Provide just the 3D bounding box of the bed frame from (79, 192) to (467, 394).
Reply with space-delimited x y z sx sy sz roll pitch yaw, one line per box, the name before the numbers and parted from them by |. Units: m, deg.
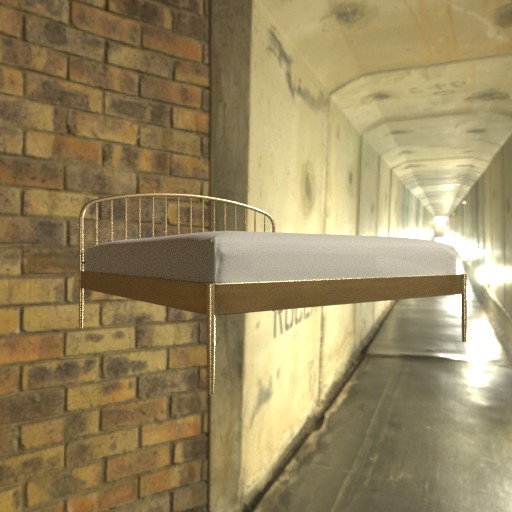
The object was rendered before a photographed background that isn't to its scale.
bed frame | 0.000 0.000 3.314 2.016 1.174 2.152 0 0 -36
